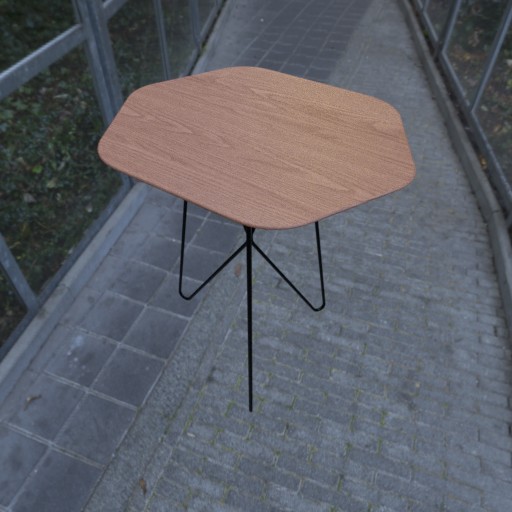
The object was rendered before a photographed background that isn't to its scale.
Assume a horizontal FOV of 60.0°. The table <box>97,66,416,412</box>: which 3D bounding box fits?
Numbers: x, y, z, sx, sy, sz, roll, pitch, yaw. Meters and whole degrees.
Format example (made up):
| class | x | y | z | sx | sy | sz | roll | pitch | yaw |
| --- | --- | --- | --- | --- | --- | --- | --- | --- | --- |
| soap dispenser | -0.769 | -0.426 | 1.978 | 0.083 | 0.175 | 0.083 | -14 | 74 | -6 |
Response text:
| class | x | y | z | sx | sy | sz | roll | pitch | yaw |
| --- | --- | --- | --- | --- | --- | --- | --- | --- | --- |
| table | 0.000 | 0.000 | 0.884 | 0.500 | 0.562 | 0.400 | 25 | 50 | 23 |
